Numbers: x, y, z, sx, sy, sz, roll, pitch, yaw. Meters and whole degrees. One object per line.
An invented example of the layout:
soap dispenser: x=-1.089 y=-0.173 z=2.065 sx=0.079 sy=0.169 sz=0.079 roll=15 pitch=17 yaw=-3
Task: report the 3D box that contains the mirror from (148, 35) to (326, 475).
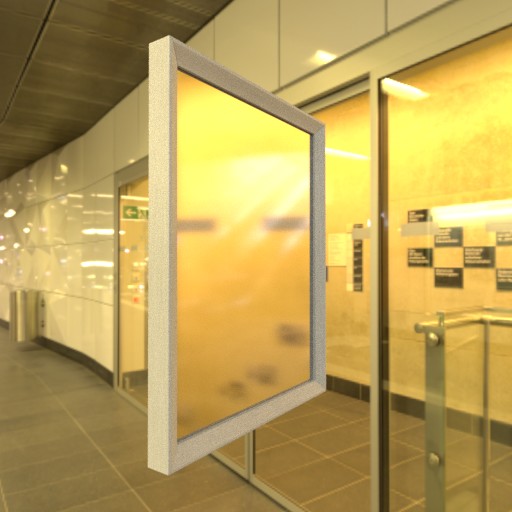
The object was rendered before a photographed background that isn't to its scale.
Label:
mirror: x=0.000 y=0.000 z=0.689 sx=0.041 sy=0.509 sz=0.406 roll=0 pitch=-1 yaw=35
